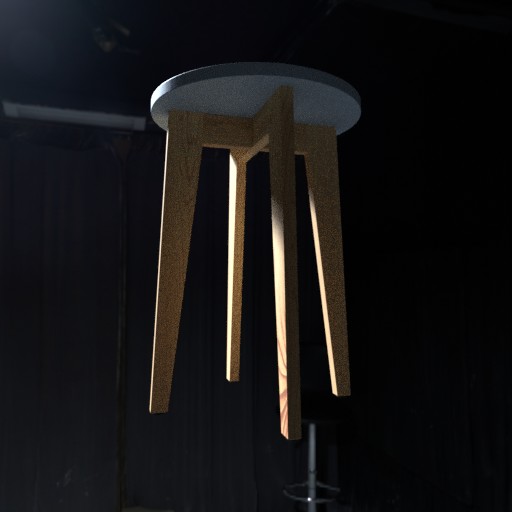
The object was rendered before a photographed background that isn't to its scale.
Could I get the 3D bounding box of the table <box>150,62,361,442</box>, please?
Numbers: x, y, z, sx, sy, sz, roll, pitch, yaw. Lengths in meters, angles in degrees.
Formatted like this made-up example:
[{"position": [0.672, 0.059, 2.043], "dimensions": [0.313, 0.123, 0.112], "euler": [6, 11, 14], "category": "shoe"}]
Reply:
[{"position": [0.000, 0.000, 0.751], "dimensions": [0.350, 0.500, 0.350], "euler": [0, -2, 0], "category": "table"}]
